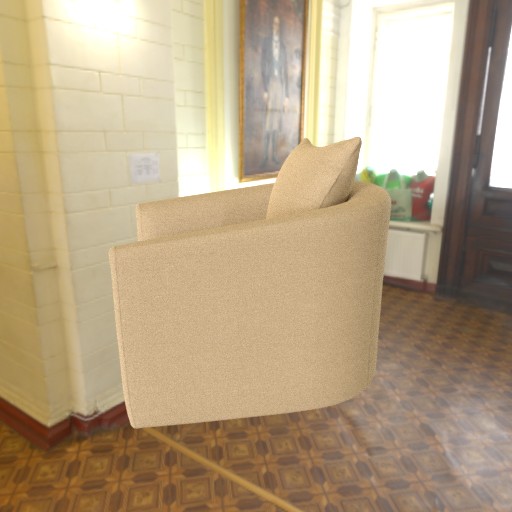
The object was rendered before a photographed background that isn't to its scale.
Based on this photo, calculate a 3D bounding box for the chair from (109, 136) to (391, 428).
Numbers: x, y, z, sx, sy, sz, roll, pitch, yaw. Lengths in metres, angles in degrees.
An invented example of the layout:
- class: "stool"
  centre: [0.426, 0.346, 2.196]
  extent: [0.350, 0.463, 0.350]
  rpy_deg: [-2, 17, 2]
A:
- class: "chair"
  centre: [0.000, 0.000, 1.632]
  extent: [0.910, 0.848, 0.845]
  rpy_deg: [-3, 15, -9]
